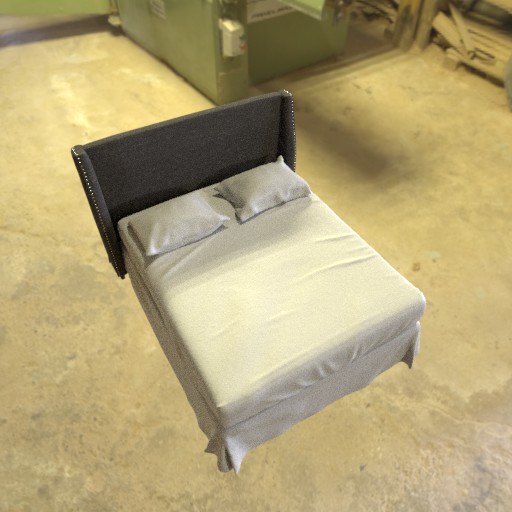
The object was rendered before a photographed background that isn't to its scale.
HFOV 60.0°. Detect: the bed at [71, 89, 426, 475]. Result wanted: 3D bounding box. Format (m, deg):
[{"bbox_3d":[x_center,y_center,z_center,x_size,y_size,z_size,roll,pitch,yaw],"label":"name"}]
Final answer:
[{"bbox_3d":[0.000,0.000,3.416,1.925,1.332,2.276,-23,50,-20],"label":"bed"}]
